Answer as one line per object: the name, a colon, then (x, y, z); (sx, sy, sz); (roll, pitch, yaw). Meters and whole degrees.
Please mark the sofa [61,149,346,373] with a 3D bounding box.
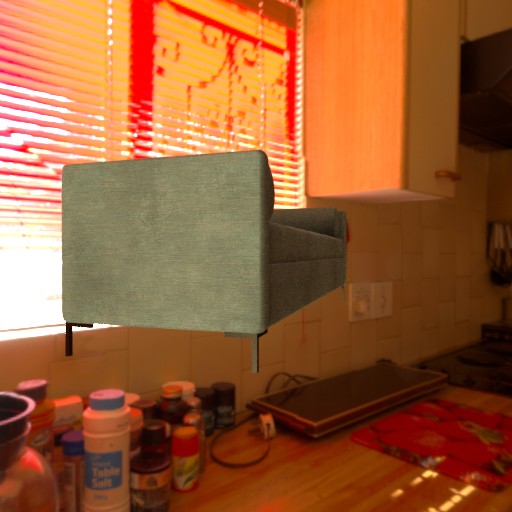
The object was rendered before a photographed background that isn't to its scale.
sofa: (0.000, 0.000, 2.261); (0.686, 0.635, 1.981); (0, 0, 18)
